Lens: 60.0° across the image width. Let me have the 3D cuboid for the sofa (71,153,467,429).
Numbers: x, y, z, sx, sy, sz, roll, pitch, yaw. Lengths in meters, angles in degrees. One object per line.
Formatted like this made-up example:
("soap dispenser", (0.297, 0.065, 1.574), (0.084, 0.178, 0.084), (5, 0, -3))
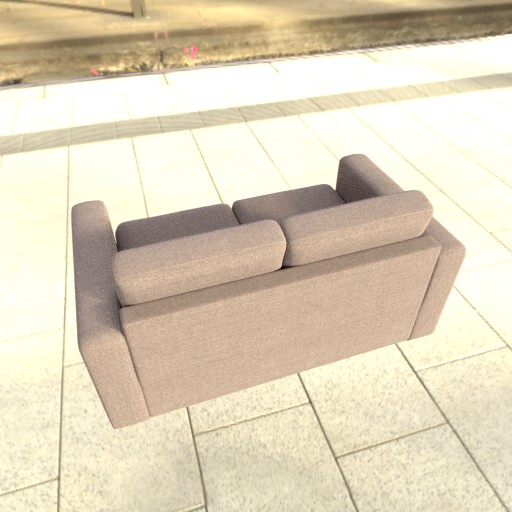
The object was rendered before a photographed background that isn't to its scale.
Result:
("sofa", (0.000, 0.000, 2.020), (1.520, 0.800, 0.900), (-13, 43, -14))
